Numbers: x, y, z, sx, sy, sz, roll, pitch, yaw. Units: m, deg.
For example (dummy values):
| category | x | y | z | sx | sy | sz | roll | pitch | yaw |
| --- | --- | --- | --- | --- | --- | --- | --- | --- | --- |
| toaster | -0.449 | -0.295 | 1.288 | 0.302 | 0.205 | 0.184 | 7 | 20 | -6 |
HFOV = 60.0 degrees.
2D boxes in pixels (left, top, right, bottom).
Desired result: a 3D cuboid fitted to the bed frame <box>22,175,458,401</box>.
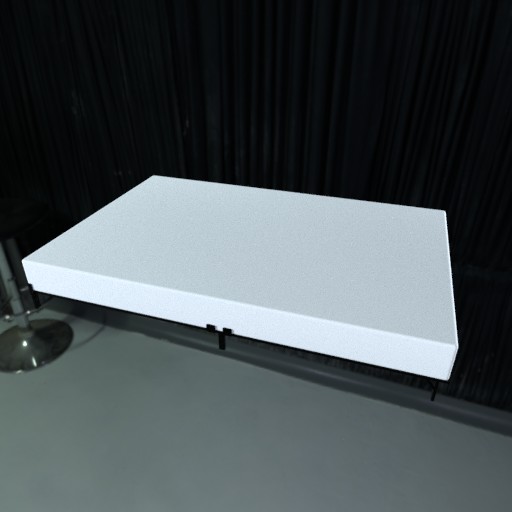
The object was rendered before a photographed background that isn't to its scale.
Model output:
| category | x | y | z | sx | sy | sz | roll | pitch | yaw |
| --- | --- | --- | --- | --- | --- | --- | --- | --- | --- |
| bed frame | 0.000 | 0.000 | 3.717 | 2.987 | 0.440 | 1.930 | 9 | 31 | 16 |
